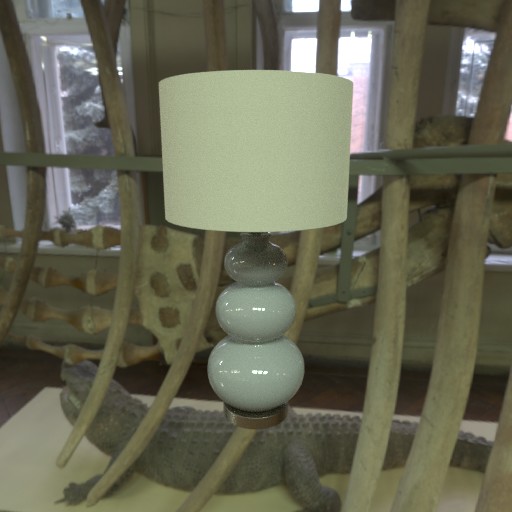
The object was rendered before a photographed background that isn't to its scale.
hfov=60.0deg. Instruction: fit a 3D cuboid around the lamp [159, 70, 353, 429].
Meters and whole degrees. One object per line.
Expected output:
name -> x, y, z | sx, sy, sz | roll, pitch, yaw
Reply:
lamp -> 0.000, 0.000, 0.935 | 0.367, 0.730, 0.367 | 2, 14, 7
